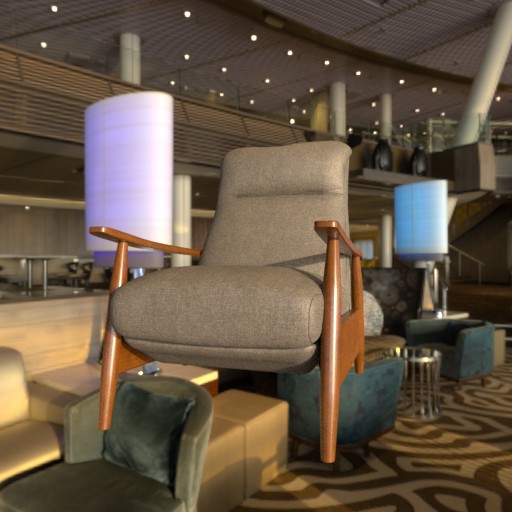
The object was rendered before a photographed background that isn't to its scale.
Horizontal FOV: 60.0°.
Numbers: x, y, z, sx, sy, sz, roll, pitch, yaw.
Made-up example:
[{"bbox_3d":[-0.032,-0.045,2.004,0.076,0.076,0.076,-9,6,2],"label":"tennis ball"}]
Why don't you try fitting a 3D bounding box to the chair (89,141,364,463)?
[{"bbox_3d":[0.000,0.000,1.721,0.762,1.081,1.014,0,0,18],"label":"chair"}]
